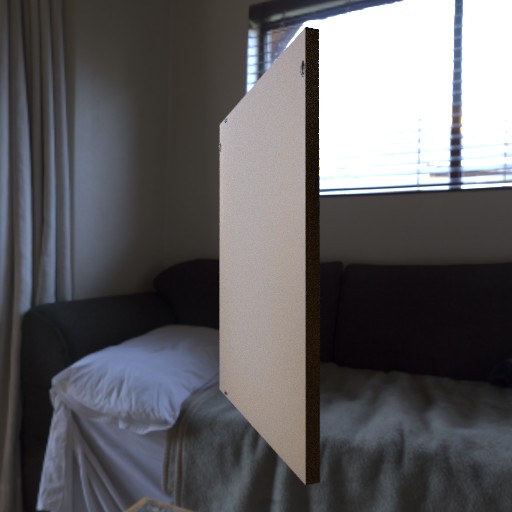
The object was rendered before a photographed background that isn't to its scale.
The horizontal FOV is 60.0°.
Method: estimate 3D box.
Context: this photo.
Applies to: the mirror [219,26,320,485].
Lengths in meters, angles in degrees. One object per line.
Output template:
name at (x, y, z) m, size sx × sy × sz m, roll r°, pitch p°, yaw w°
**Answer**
mirror at (0.000, 0.000, 1.345) m, size 0.040 × 1.016 × 0.762 m, roll 0°, pitch 0°, yaw -19°
